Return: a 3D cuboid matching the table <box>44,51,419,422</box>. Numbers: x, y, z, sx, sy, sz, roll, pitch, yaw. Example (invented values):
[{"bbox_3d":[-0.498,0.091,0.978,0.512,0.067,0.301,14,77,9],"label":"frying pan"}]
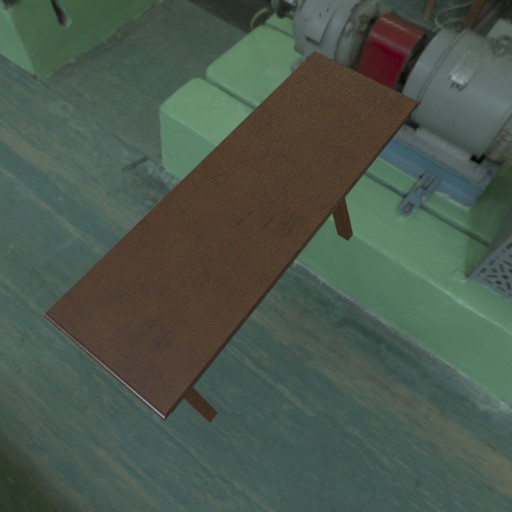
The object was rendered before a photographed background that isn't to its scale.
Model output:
[{"bbox_3d":[0.000,0.000,1.580,0.399,0.763,1.197,34,68,16],"label":"table"}]
